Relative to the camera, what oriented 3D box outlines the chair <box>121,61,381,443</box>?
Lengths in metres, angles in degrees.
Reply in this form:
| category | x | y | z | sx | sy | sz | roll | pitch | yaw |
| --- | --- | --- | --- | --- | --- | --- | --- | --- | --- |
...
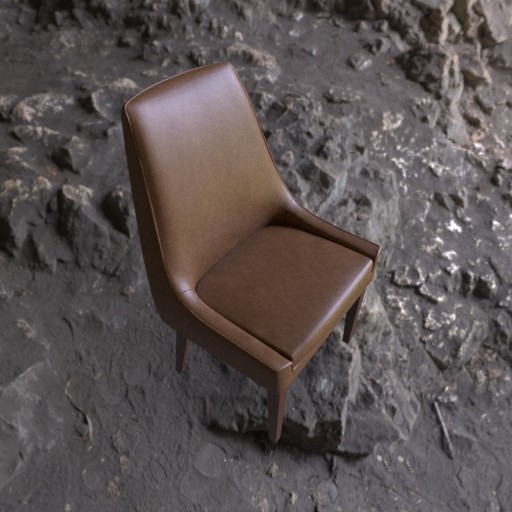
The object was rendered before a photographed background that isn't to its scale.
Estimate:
| category | x | y | z | sx | sy | sz | roll | pitch | yaw |
| --- | --- | --- | --- | --- | --- | --- | --- | --- | --- |
| chair | 0.000 | 0.000 | 1.217 | 0.544 | 0.861 | 0.529 | 27 | 48 | 27 |
